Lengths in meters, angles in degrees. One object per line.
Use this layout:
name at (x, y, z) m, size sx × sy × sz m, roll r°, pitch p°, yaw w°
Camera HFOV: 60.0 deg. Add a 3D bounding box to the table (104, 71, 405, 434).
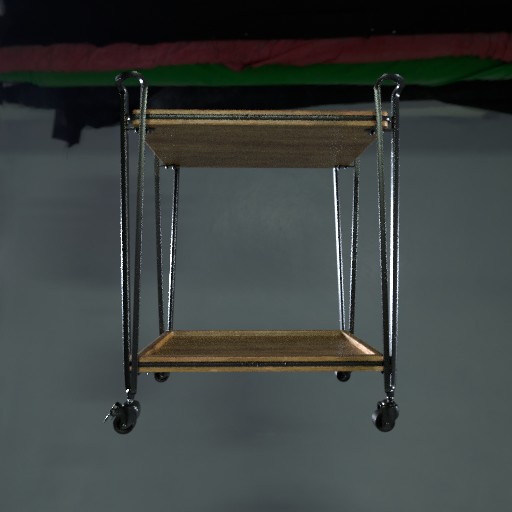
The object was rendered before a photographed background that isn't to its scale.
table at (0.000, 0.000, 1.200) m, size 0.672 × 0.785 × 0.505 m, roll 0°, pitch -1°, yaw -1°
